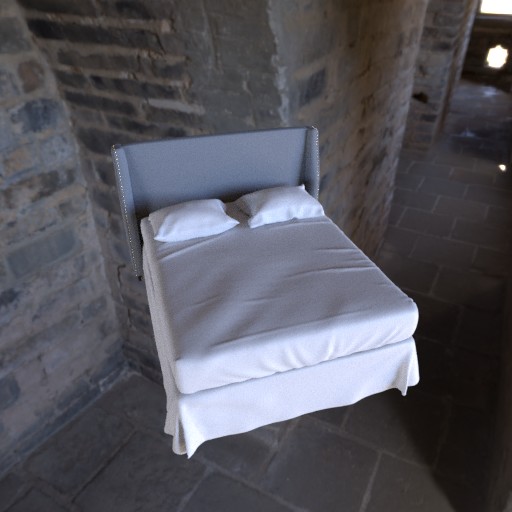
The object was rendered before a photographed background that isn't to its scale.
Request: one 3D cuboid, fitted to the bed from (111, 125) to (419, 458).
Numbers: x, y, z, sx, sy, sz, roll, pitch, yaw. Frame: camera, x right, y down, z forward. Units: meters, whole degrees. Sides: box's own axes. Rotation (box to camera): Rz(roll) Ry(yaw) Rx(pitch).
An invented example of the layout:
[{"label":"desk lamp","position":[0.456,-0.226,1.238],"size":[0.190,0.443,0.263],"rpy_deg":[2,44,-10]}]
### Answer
[{"label":"bed","position":[0.000,0.000,3.521],"size":[1.925,1.332,2.276],"rpy_deg":[-10,34,-15]}]
